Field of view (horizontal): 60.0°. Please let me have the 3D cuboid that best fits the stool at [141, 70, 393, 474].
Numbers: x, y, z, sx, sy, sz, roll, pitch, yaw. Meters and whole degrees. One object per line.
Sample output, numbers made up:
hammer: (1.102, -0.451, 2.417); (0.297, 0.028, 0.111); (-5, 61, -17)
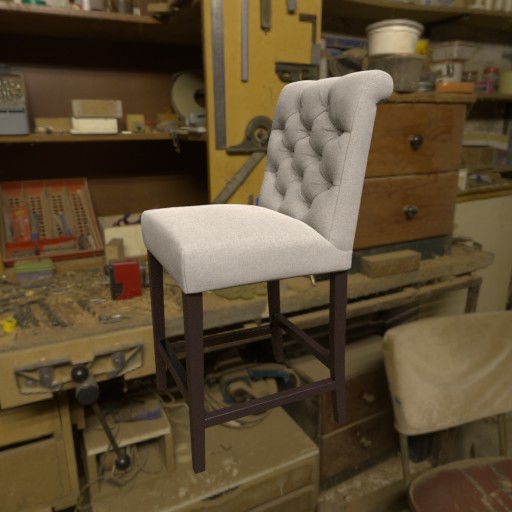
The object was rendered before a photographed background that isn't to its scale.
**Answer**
stool: (0.000, 0.000, 1.357); (0.601, 1.040, 0.493); (-8, 18, -24)
